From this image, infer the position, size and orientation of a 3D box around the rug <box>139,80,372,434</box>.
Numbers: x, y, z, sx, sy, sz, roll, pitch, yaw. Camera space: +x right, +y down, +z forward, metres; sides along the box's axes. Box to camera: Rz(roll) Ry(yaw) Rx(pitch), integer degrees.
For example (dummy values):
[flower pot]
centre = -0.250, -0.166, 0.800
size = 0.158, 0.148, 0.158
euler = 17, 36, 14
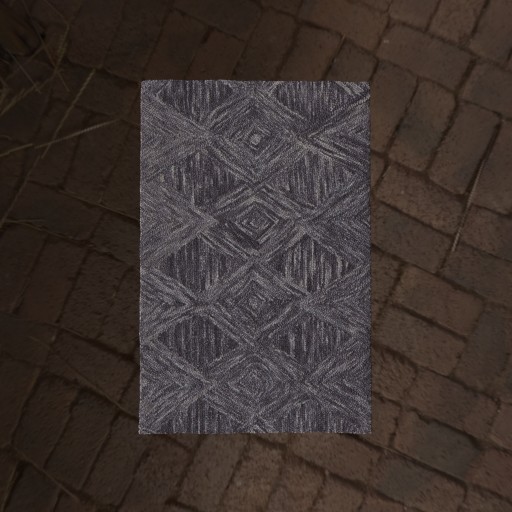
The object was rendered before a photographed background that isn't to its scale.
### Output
[rug]
centre = 0.000, 0.000, 2.274
size = 1.186, 0.012, 1.814
euler = 0, 89, -1
